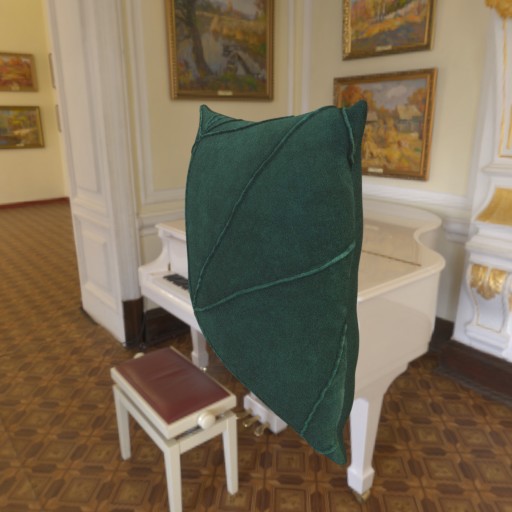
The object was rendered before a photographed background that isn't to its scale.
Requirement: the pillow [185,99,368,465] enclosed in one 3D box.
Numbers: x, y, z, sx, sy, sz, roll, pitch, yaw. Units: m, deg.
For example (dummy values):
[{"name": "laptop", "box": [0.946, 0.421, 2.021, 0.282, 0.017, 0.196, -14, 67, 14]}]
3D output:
[{"name": "pillow", "box": [0.000, 0.000, 0.663, 0.184, 0.440, 0.439, -9, 19, -26]}]
